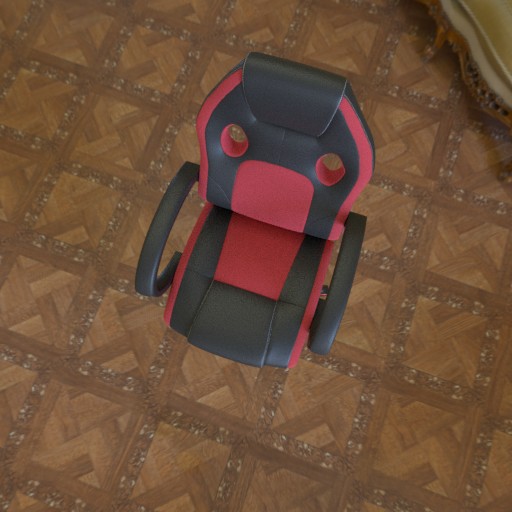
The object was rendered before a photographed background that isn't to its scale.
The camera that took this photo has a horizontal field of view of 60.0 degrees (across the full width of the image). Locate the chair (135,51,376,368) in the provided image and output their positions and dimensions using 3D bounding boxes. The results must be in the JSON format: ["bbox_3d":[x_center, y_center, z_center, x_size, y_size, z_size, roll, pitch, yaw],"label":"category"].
[{"bbox_3d":[0.000,0.000,1.556,0.673,1.187,0.724,18,75,5],"label":"chair"}]
